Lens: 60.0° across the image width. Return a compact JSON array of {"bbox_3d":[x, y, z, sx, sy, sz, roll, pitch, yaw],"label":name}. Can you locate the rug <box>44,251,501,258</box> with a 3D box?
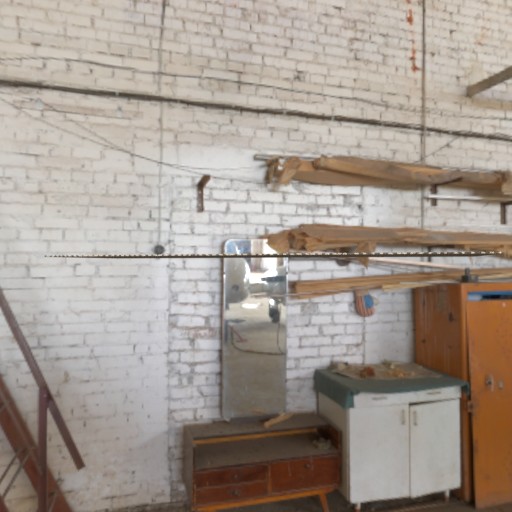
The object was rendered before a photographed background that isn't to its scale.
[{"bbox_3d":[0.000,0.000,2.429,2.277,0.008,0.676,0,-1,18],"label":"rug"}]
